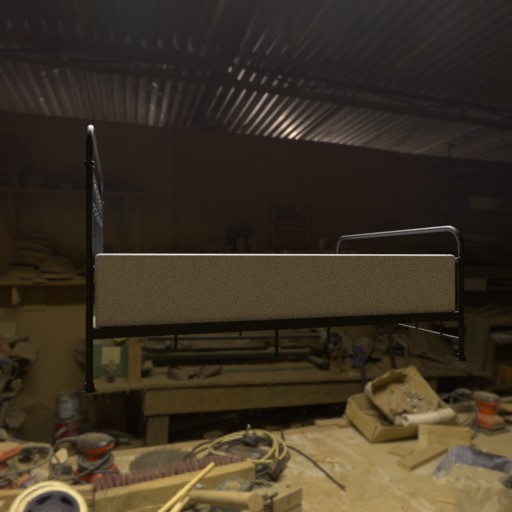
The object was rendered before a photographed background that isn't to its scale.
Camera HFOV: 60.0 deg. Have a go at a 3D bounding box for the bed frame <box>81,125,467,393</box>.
[{"bbox_3d":[0.000,0.000,3.158,2.203,1.276,1.664,0,0,-17],"label":"bed frame"}]
